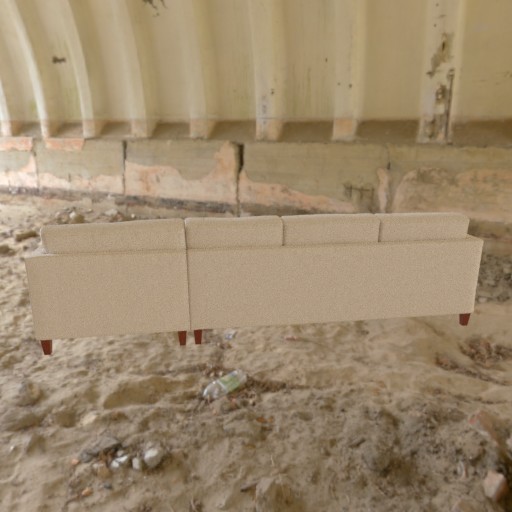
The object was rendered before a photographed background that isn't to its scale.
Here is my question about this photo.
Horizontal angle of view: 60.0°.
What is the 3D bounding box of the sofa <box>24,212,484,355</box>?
[{"bbox_3d":[0.000,0.000,4.085,3.471,0.954,1.606,-2,15,-9],"label":"sofa"}]
